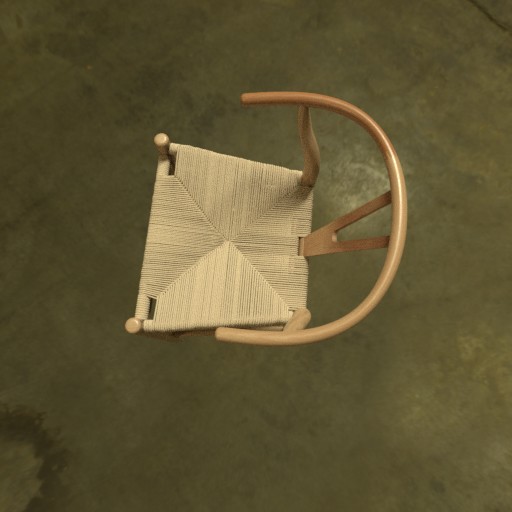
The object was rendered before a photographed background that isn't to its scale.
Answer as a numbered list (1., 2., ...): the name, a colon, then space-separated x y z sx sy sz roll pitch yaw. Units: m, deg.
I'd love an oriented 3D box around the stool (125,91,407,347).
1. stool: 0.000 0.000 1.282 0.575 0.923 0.536 5 77 1
